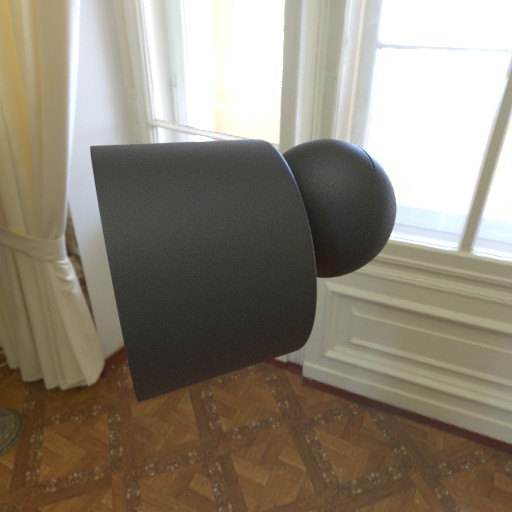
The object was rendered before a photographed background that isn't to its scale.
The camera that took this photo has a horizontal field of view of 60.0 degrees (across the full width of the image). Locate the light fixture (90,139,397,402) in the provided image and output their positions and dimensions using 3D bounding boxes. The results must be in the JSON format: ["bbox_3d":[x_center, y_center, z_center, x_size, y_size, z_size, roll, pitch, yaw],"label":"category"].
[{"bbox_3d":[0.000,0.000,0.261,0.160,0.143,0.134,-10,33,-16],"label":"light fixture"}]
